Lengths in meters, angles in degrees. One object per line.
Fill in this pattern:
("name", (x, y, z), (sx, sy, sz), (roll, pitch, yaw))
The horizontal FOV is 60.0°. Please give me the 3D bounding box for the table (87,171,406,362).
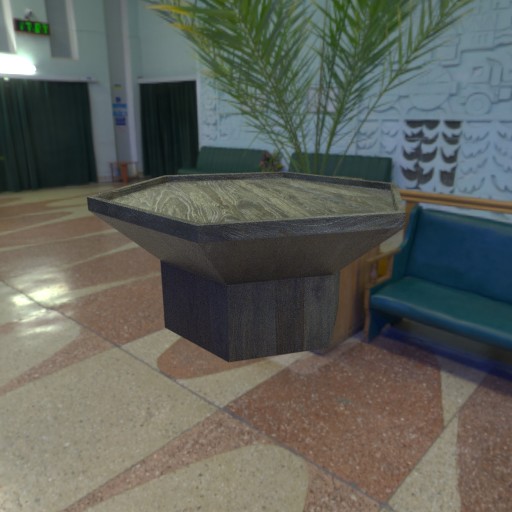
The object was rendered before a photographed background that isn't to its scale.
("table", (0.000, 0.000, 1.622), (1.115, 0.488, 0.966), (16, 24, 42))
